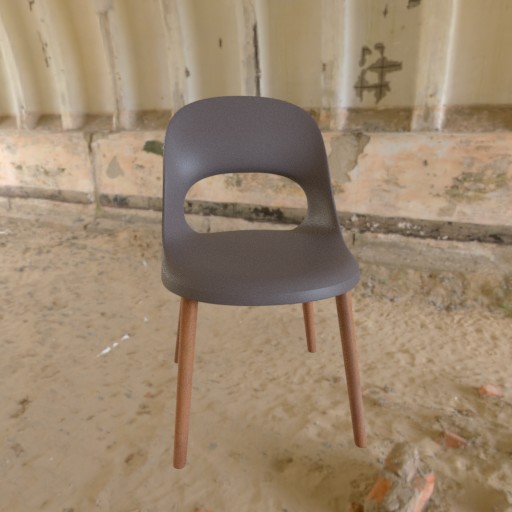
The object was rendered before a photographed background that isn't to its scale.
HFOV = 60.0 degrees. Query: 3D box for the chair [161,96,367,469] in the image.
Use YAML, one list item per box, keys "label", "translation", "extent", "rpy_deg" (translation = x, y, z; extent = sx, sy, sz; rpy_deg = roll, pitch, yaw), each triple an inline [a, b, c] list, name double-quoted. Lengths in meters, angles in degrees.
- label: "chair"
  translation: [0.000, 0.000, 1.130]
  extent: [0.470, 0.794, 0.556]
  rpy_deg: [-3, 17, -8]
